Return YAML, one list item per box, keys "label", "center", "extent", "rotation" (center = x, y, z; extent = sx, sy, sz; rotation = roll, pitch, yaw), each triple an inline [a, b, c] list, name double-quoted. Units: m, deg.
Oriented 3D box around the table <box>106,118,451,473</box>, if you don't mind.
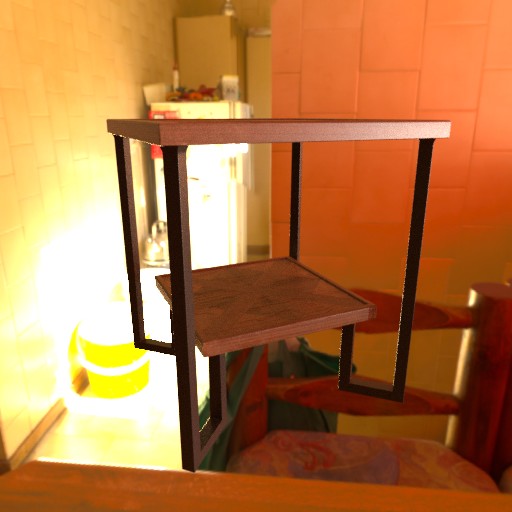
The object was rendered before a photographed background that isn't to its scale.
- label: "table"
  center: [0.000, 0.000, 0.956]
  extent: [0.503, 0.563, 0.503]
  rotation: [-8, 19, -24]
